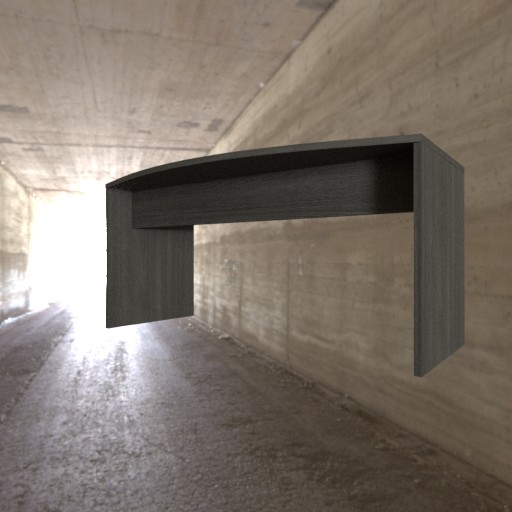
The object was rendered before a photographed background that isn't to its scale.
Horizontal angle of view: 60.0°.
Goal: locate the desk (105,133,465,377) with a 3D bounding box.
[{"bbox_3d":[0.000,0.000,2.022,1.600,0.750,0.802,0,0,36],"label":"desk"}]
